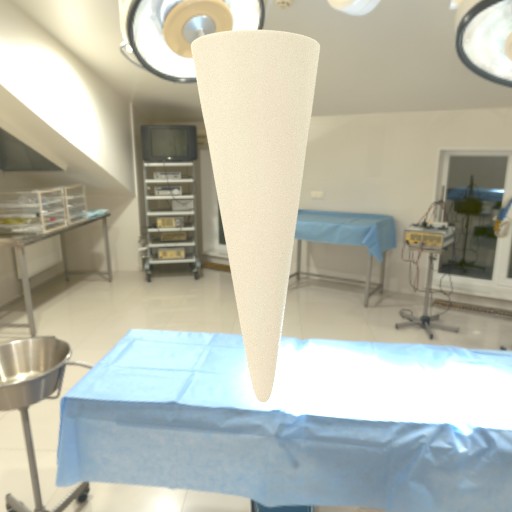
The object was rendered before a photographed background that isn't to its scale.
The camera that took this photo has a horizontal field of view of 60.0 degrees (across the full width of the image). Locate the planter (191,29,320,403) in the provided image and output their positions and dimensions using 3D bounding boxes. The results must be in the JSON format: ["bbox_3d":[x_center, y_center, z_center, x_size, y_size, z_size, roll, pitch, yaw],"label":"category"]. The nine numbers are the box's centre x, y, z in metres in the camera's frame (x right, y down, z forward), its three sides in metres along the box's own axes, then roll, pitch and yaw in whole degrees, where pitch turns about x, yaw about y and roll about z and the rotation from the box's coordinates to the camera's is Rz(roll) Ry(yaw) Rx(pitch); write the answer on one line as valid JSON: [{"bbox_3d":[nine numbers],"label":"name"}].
[{"bbox_3d":[0.000,0.000,0.223,0.057,0.193,0.064,2,14,10],"label":"planter"}]
